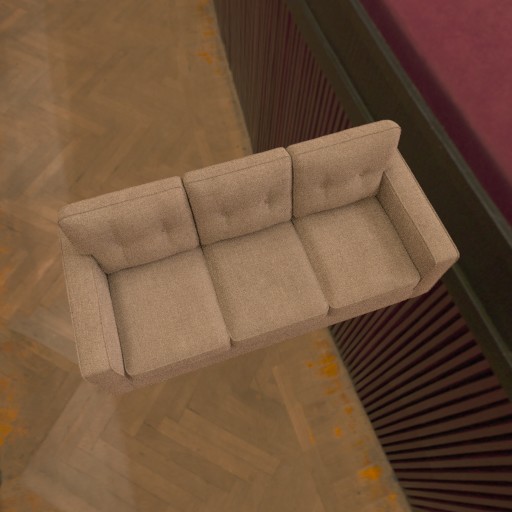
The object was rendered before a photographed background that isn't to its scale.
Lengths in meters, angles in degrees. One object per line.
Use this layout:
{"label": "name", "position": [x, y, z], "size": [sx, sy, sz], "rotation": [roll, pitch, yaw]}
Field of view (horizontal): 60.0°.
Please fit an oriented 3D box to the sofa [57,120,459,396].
{"label": "sofa", "position": [0.000, 0.000, 2.658], "size": [2.133, 0.965, 0.939], "rotation": [-17, 65, -8]}
